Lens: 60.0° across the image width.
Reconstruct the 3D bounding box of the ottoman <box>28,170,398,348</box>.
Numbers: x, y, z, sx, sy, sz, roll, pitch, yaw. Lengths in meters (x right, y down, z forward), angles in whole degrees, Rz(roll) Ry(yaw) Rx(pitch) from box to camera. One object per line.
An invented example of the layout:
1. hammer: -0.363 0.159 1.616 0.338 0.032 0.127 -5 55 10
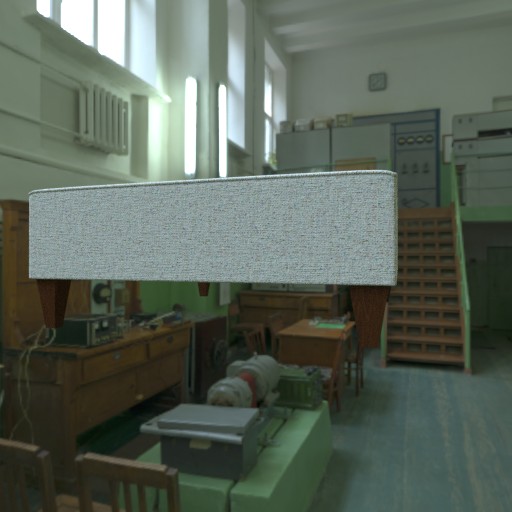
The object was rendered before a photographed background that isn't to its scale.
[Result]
1. ottoman: 0.000 0.000 1.207 0.736 0.303 0.835 0 0 18
